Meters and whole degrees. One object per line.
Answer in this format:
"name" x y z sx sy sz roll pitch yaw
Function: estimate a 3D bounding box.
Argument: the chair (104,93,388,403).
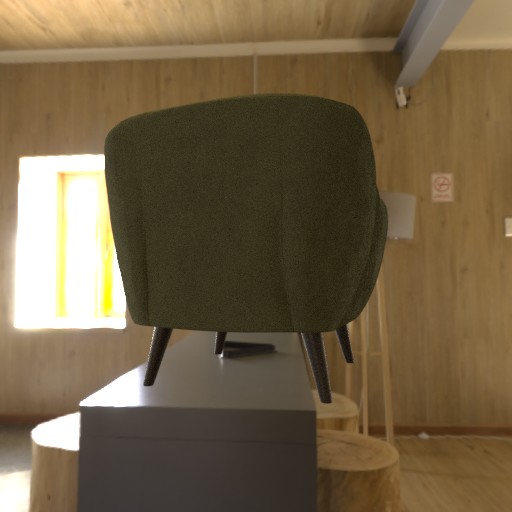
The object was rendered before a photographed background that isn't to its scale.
"chair" 0.000 0.000 1.506 0.840 0.804 0.819 -1 -2 19
